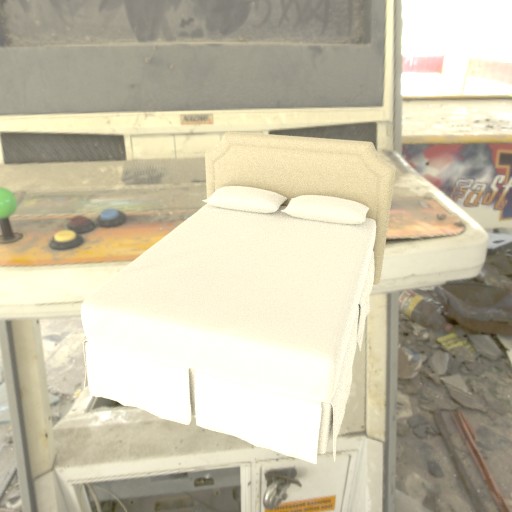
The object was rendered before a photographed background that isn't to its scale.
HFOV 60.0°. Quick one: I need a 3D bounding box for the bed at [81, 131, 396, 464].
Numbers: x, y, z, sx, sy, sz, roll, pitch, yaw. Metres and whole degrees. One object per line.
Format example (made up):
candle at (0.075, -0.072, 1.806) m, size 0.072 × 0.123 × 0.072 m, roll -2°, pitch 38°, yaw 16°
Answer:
bed at (0.000, 0.000, 3.181) m, size 1.693 × 1.290 × 2.116 m, roll 9°, pitch 28°, yaw 17°
